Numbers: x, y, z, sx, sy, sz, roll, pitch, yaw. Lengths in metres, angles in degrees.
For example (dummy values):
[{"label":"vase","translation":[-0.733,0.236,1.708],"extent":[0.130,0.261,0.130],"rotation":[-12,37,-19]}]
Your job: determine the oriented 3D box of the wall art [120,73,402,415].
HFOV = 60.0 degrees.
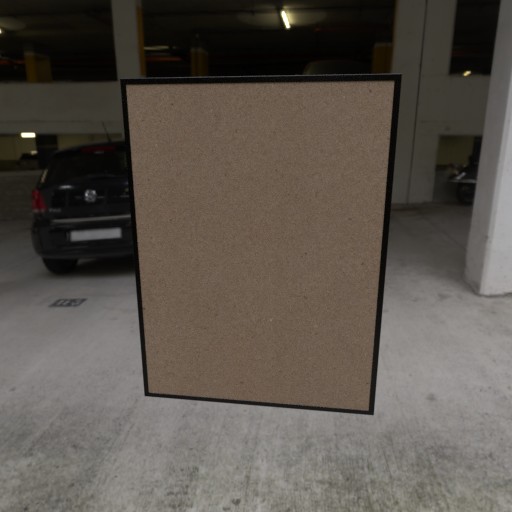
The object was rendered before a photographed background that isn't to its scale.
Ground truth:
[{"label":"wall art","translation":[0.000,0.000,1.389],"extent":[0.788,1.046,0.043],"rotation":[2,16,8]}]
